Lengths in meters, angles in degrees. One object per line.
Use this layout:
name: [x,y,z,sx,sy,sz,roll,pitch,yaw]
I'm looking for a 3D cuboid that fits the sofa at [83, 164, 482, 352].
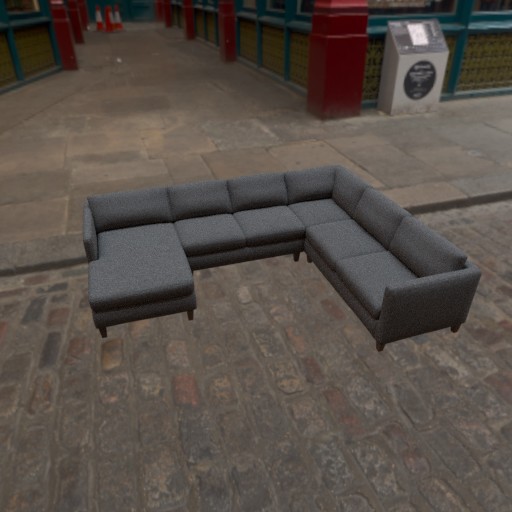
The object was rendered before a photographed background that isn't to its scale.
sofa: [0.000,0.000,4.448,3.238,0.853,2.551,-10,33,-15]
